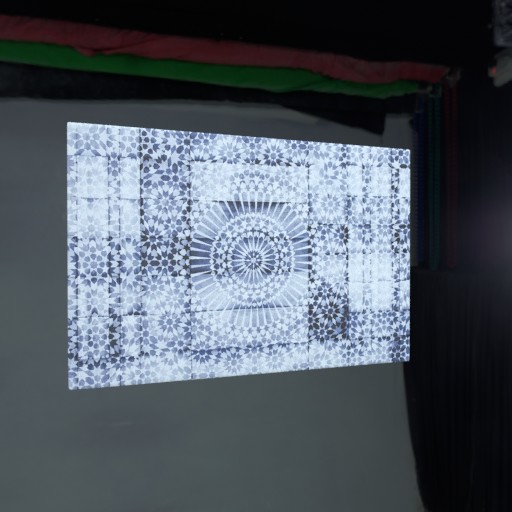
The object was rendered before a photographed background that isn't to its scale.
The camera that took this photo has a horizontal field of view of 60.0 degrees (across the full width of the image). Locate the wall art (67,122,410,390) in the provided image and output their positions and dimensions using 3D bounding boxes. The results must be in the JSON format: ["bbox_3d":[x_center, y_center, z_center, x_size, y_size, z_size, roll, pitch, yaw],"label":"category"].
[{"bbox_3d":[0.000,0.000,1.166,0.911,0.608,0.057,0,1,-17],"label":"wall art"}]
